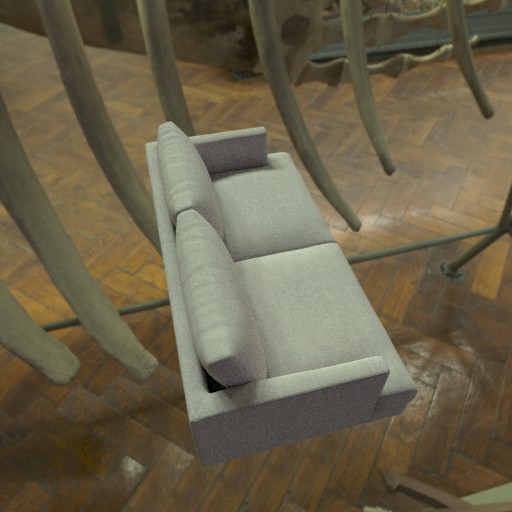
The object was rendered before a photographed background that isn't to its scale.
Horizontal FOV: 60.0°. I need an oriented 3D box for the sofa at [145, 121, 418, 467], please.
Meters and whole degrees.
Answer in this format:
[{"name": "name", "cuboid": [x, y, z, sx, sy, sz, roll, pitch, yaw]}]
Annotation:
[{"name": "sofa", "cuboid": [0.000, 0.000, 2.525, 1.020, 0.868, 1.948, -11, 48, -10]}]
